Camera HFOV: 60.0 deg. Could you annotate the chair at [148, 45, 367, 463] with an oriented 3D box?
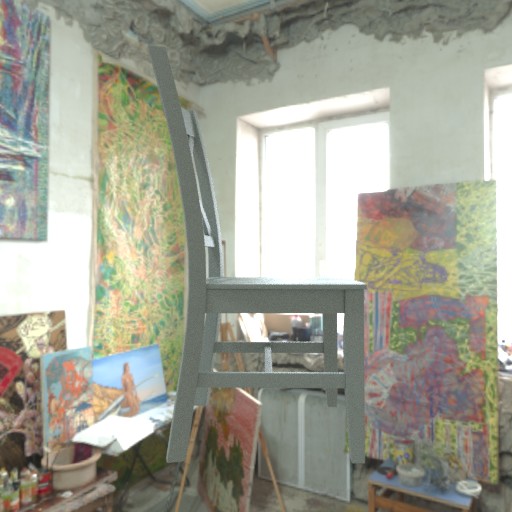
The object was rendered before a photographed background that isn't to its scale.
[{"bbox_3d":[0.000,0.000,1.269,0.542,0.983,0.485,0,0,1],"label":"chair"}]
